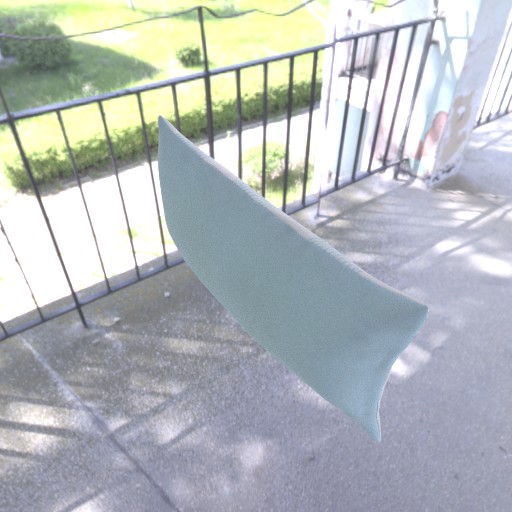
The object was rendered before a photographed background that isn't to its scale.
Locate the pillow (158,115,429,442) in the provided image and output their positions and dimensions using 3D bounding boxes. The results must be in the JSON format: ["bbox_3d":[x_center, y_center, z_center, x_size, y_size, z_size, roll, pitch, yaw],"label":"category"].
[{"bbox_3d":[0.000,0.000,0.732,0.151,0.287,0.610,-25,47,-26],"label":"pillow"}]
